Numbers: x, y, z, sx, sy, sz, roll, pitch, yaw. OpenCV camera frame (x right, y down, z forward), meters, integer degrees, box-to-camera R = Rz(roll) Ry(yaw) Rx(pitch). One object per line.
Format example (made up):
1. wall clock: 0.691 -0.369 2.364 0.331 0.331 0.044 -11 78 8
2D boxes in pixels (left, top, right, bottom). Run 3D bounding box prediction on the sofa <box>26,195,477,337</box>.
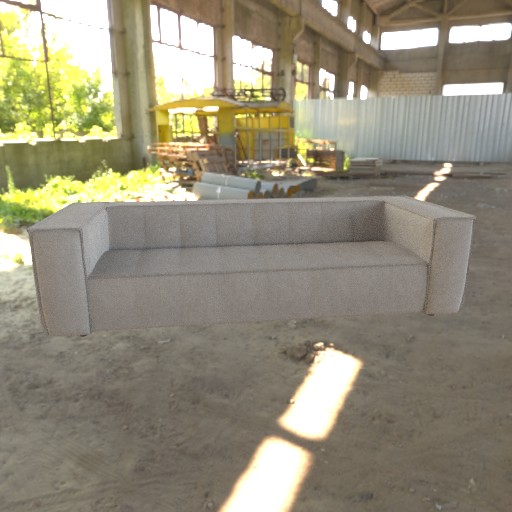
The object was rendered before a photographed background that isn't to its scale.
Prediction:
1. sofa: 0.000 0.000 3.120 2.697 0.680 1.038 -2 16 -8
